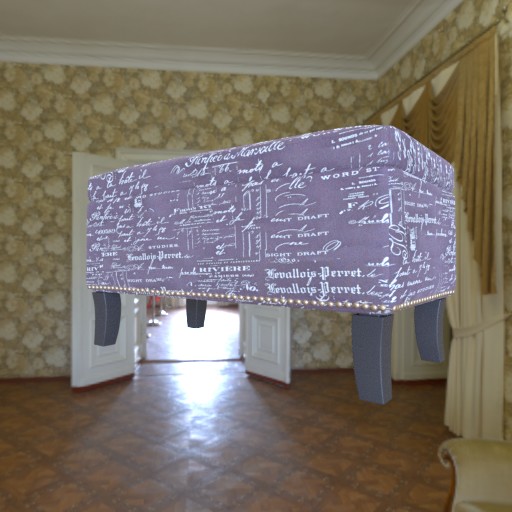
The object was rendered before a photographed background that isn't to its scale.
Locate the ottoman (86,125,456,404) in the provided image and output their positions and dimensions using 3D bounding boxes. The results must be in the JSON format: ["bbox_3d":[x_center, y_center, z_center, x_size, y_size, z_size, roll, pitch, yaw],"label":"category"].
[{"bbox_3d":[0.000,0.000,1.056,0.813,0.457,0.406,0,0,37],"label":"ottoman"}]
